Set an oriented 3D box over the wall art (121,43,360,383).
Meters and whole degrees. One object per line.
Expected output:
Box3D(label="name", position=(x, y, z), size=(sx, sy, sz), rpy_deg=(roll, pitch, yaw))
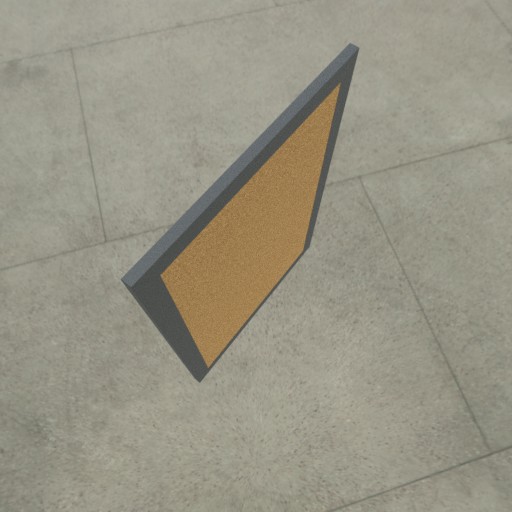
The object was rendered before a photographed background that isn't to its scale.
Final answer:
Box3D(label="wall art", position=(0.000, 0.000, 0.700), size=(0.013, 0.534, 0.380), rpy_deg=(35, 70, 15))
